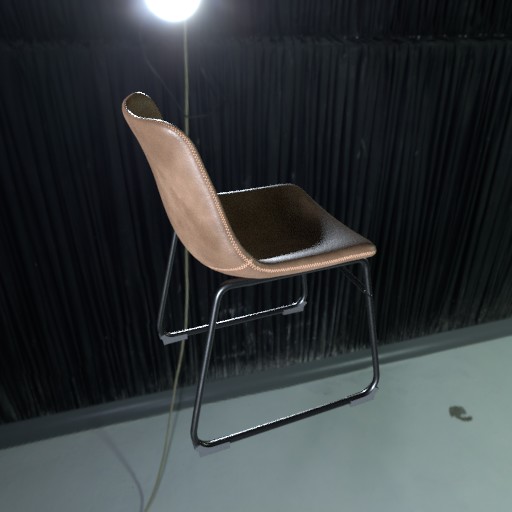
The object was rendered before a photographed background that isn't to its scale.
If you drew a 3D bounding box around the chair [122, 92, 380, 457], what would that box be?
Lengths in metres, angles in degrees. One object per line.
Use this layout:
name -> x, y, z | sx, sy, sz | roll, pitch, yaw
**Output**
chair -> 0.000, 0.000, 1.134 | 0.551, 0.780, 0.460 | -11, 32, -18
